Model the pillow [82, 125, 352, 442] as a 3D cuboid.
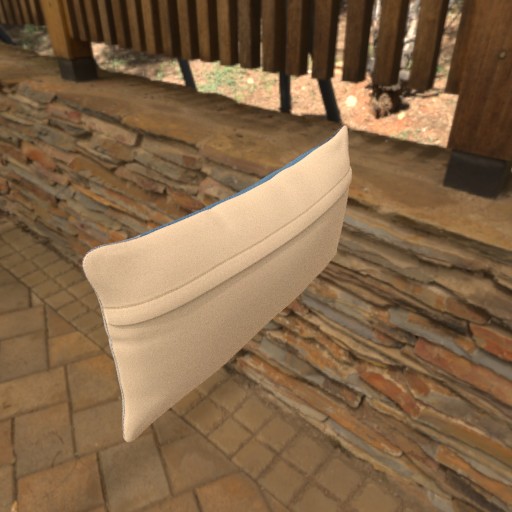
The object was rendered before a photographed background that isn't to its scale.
[{"bbox_3d":[0.000,0.000,0.734,0.148,0.307,0.604,22,38,30],"label":"pillow"}]
